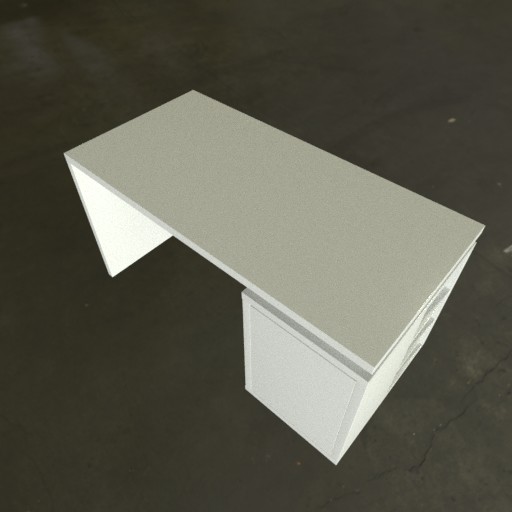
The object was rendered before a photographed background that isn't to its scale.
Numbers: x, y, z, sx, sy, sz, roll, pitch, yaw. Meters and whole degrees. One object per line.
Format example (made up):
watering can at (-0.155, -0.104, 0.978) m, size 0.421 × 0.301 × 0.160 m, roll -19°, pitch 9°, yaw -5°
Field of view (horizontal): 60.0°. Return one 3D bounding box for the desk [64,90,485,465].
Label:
desk at (0.000, 0.000, 1.866) m, size 1.400 × 0.740 × 0.690 m, roll 33°, pitch 55°, yaw 27°
